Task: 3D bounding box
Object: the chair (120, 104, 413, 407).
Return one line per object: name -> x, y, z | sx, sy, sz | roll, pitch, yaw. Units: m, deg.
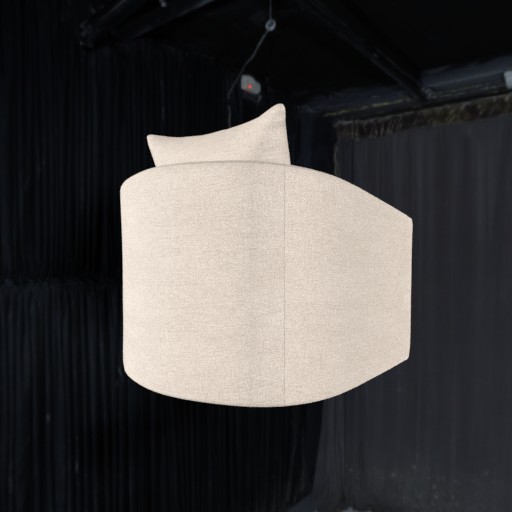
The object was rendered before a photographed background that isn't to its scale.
chair -> 0.000, 0.000, 1.599 | 0.845, 0.848, 0.910 | 0, 0, 38
